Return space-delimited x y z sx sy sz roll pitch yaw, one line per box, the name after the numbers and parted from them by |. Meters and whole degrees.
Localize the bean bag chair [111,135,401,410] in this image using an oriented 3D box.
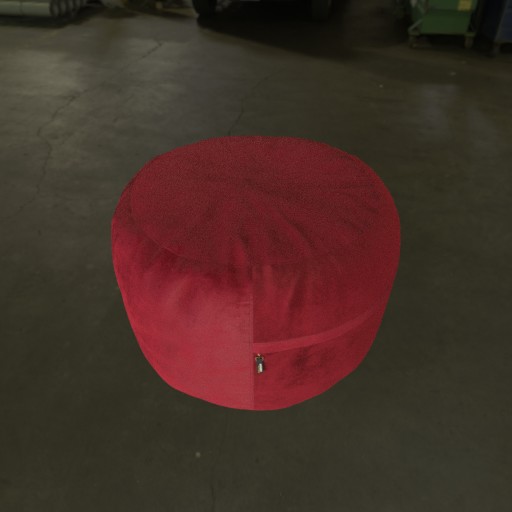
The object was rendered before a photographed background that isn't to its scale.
0.000 0.000 2.011 1.219 0.762 1.219 0 40 0 | bean bag chair
